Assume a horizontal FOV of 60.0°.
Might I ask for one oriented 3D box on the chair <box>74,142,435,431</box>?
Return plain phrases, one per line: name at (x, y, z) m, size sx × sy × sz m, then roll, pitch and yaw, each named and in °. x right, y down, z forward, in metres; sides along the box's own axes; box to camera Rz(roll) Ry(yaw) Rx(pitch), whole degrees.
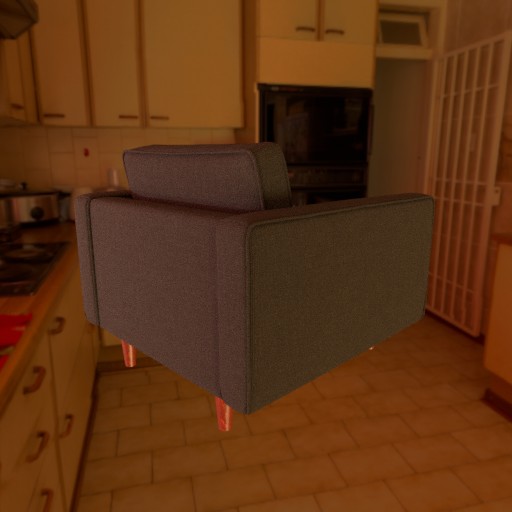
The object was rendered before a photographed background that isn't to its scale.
chair at (0.000, 0.000, 1.574) m, size 0.919 × 0.770 × 0.899 m, roll -13°, pitch 18°, yaw -43°
